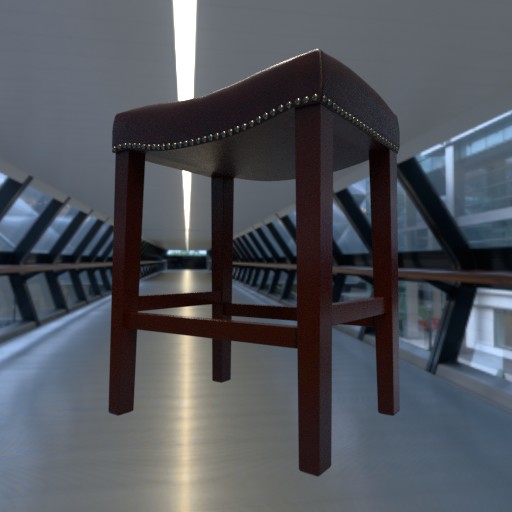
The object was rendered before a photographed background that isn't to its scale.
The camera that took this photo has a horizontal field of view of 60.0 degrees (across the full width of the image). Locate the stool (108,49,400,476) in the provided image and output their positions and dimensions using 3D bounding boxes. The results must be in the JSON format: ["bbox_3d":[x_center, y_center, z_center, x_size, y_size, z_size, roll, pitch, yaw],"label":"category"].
[{"bbox_3d":[0.000,0.000,0.937,0.504,0.657,0.372,-1,-2,36],"label":"stool"}]
